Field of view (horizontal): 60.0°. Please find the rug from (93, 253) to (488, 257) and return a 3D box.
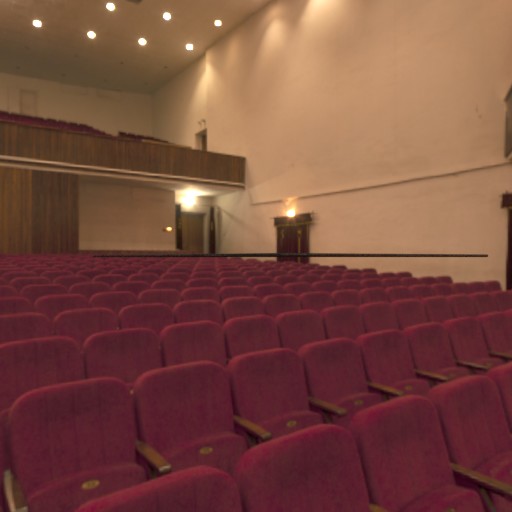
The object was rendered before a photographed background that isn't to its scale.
[{"bbox_3d":[0.000,0.000,3.079,1.526,0.015,2.441,0,0,-36],"label":"rug"}]
